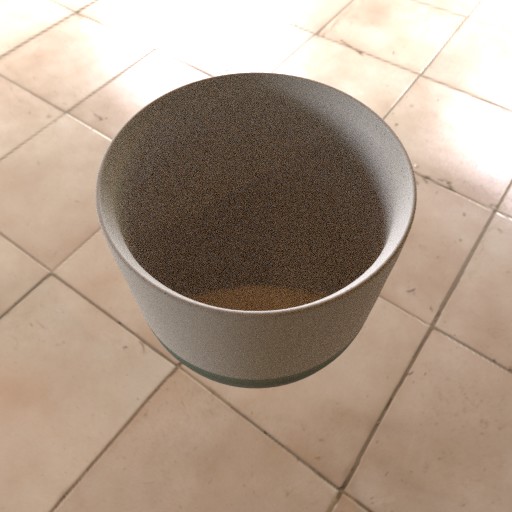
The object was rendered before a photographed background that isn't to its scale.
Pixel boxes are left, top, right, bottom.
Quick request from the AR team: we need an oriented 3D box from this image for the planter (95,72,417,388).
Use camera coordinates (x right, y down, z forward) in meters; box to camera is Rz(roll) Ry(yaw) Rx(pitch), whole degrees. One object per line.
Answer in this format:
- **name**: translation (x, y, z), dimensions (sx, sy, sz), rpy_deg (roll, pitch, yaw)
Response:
- **planter**: translation (0.000, 0.000, 0.485), dimensions (0.268, 0.270, 0.268), rpy_deg (0, 58, 0)
